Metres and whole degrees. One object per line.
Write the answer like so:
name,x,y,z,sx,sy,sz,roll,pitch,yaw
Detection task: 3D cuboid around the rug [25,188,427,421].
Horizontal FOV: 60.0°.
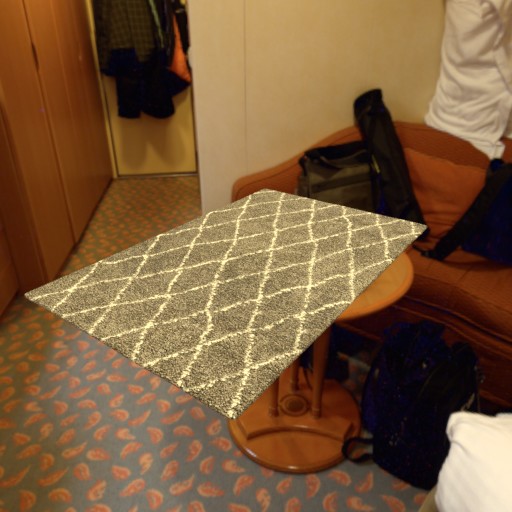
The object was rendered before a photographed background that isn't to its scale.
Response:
rug,0.000,0.000,3.427,1.778,0.030,2.743,18,32,32
